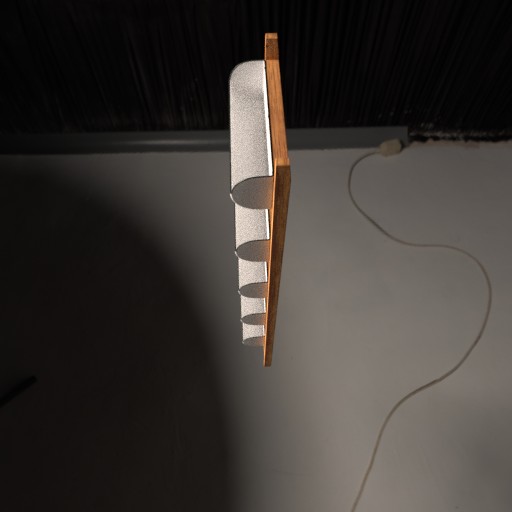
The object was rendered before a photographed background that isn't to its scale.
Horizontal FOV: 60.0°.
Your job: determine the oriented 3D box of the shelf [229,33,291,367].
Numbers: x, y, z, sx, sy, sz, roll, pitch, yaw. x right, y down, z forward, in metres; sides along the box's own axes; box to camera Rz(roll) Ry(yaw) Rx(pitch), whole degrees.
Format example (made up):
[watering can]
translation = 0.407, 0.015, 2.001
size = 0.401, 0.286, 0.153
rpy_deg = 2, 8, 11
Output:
[shelf]
translation = 0.000, 0.000, 1.760
size = 0.141, 1.600, 0.454
rpy_deg = -2, 61, -1
